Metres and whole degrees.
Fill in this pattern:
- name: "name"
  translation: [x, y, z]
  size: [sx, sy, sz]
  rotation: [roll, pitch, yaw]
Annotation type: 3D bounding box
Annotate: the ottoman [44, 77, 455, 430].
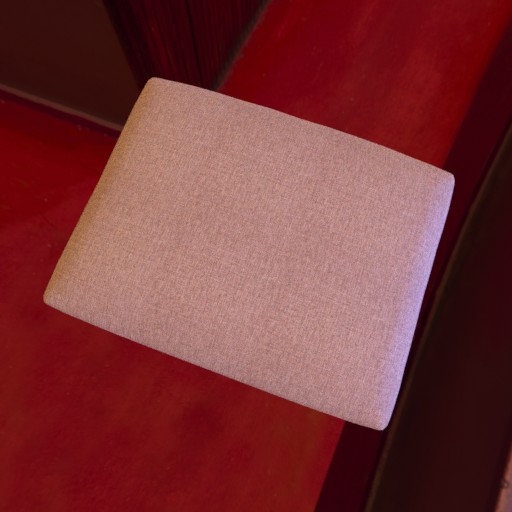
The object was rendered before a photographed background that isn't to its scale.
- name: "ottoman"
  translation: [0.000, 0.000, 1.107]
  size: [0.741, 0.513, 0.584]
  rotation: [19, 77, 5]
